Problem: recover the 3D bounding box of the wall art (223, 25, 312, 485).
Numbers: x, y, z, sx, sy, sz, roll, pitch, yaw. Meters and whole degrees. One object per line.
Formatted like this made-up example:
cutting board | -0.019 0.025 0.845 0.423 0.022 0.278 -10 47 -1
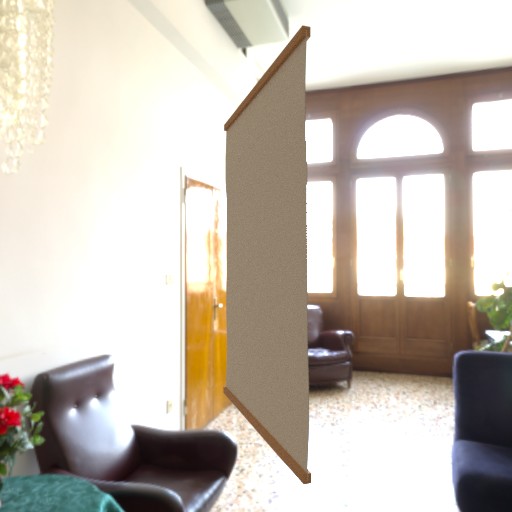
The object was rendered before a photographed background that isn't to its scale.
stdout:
wall art | 0.000 0.000 1.334 0.020 1.016 0.739 0 -1 -18
